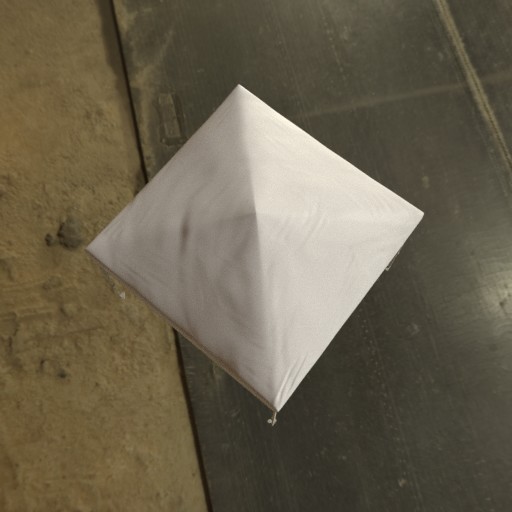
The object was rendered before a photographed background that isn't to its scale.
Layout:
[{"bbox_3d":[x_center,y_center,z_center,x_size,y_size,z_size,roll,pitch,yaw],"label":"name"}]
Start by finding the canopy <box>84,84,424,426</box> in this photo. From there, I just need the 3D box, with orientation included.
[{"bbox_3d":[0.000,0.000,6.518,3.599,3.600,3.600,38,78,9],"label":"canopy"}]
